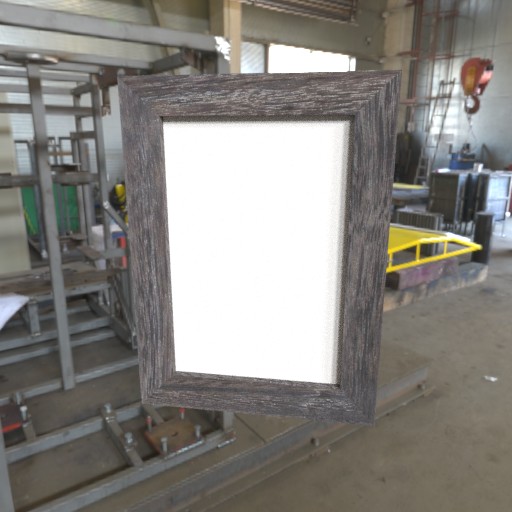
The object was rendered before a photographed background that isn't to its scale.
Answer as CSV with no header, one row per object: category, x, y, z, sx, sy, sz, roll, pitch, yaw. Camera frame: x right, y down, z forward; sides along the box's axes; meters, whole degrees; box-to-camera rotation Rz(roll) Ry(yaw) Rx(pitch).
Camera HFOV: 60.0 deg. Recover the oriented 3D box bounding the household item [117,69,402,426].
household item,0.000,0.000,0.237,0.133,0.180,0.020,2,15,9
